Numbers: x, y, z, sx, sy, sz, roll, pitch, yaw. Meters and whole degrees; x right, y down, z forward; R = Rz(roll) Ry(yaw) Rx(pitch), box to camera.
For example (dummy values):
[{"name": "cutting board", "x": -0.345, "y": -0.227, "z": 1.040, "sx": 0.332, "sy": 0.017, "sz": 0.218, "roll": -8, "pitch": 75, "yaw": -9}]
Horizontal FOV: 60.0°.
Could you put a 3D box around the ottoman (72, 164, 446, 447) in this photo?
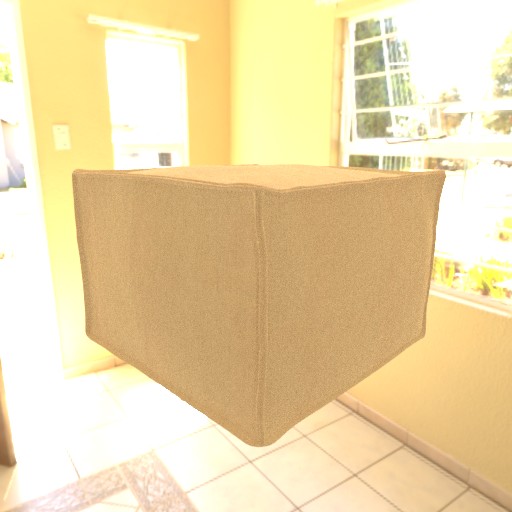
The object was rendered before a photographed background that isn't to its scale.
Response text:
[{"name": "ottoman", "x": 0.000, "y": 0.000, "z": 1.155, "sx": 0.707, "sy": 0.470, "sz": 0.696, "roll": 14, "pitch": 20, "yaw": 43}]
